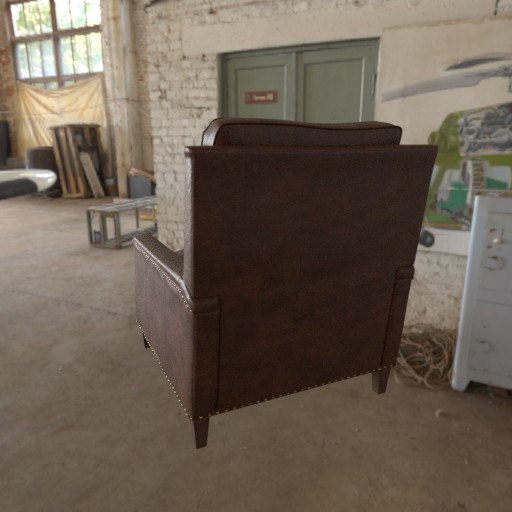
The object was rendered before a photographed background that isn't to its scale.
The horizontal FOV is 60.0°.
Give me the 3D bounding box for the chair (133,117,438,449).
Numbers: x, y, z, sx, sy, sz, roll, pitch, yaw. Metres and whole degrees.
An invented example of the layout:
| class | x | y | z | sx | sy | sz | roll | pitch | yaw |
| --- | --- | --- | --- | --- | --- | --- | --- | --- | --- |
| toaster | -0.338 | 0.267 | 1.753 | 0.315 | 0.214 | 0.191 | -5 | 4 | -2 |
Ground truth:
| class | x | y | z | sx | sy | sz | roll | pitch | yaw |
| --- | --- | --- | --- | --- | --- | --- | --- | --- | --- |
| chair | 0.000 | 0.000 | 1.832 | 0.854 | 1.054 | 1.035 | -7 | 16 | -24 |
